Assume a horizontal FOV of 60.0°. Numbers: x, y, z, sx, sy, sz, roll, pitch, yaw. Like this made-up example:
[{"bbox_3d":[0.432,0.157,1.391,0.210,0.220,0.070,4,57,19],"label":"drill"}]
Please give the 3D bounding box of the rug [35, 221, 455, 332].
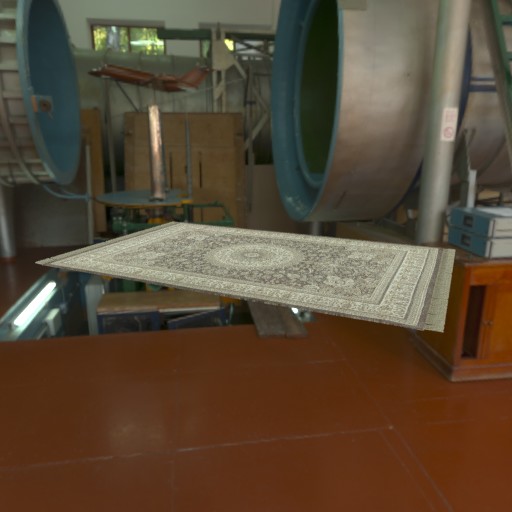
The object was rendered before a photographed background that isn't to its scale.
[{"bbox_3d":[0.000,0.000,4.219,3.422,0.015,2.143,7,17,24],"label":"rug"}]
